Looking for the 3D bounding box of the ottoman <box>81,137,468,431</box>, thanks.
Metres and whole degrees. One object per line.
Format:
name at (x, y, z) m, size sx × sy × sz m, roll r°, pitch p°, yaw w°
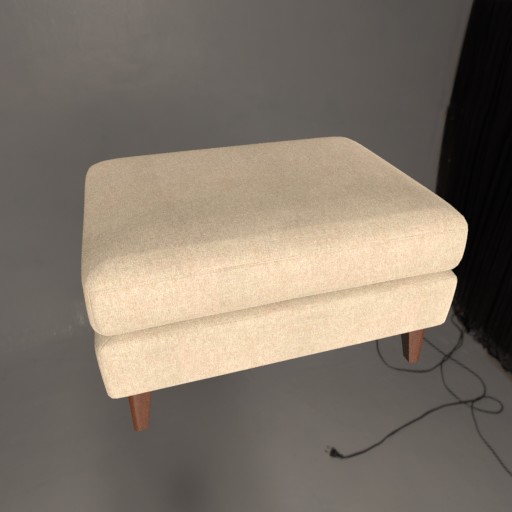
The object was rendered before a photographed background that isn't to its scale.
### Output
ottoman at (0.000, 0.000, 1.199) m, size 0.823 × 0.478 × 0.610 m, roll -9°, pitch 34°, yaw -14°
